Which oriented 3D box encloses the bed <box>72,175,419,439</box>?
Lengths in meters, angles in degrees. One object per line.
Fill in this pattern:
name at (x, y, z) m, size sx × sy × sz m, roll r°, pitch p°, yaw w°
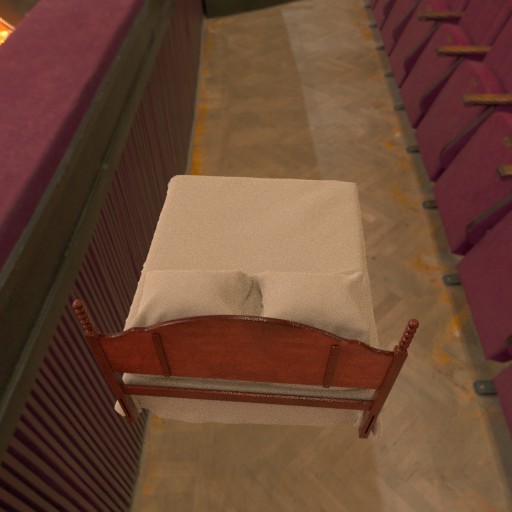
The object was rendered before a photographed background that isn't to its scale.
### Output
bed at (0.000, 0.000, 3.249) m, size 1.873 × 1.356 × 2.040 m, roll 3°, pitch 47°, yaw 3°
